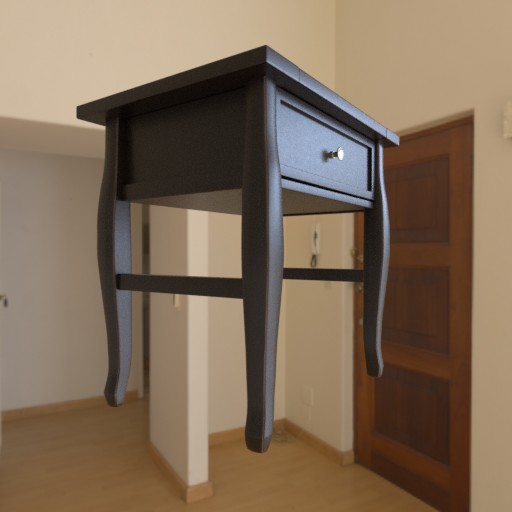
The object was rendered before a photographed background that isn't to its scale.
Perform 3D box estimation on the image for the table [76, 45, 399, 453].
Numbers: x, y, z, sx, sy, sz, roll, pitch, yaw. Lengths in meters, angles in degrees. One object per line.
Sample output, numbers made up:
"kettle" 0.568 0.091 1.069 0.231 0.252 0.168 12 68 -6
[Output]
"table" 0.000 0.000 1.004 0.460 0.604 0.602 0 0 35
